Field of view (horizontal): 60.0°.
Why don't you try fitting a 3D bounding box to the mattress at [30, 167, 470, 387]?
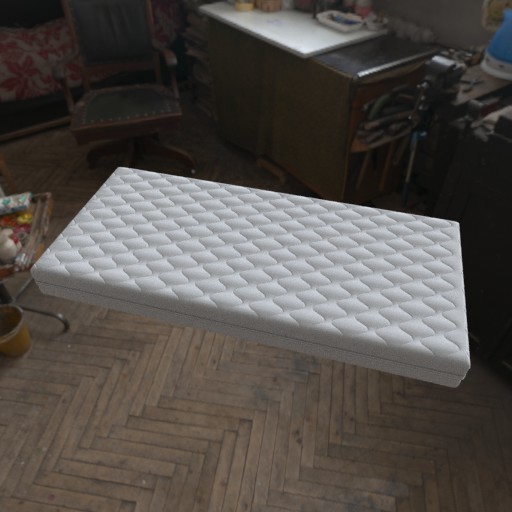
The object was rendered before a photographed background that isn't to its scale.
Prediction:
[{"bbox_3d":[0.000,0.000,2.280,2.000,0.200,0.900,11,46,11],"label":"mattress"}]
